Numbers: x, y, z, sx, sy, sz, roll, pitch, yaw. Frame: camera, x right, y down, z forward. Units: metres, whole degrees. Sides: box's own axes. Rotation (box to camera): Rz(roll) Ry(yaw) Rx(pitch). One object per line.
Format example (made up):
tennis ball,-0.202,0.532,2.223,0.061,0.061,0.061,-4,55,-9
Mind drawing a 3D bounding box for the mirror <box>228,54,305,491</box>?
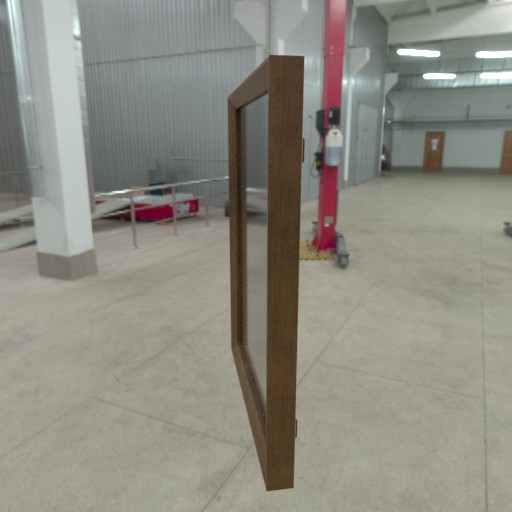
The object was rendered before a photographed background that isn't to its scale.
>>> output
mirror,0.000,0.000,0.692,0.041,0.509,0.406,-2,14,-9
